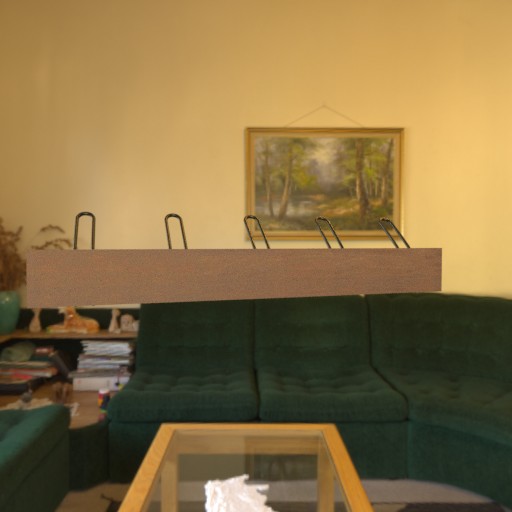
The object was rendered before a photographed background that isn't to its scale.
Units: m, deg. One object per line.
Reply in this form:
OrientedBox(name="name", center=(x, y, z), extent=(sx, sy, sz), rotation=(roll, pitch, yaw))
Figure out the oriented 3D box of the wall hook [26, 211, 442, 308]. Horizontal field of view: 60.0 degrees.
OrientedBox(name="wall hook", center=(0.000, 0.000, 0.608), extent=(0.554, 0.116, 0.076), rotation=(-1, 2, -18))
